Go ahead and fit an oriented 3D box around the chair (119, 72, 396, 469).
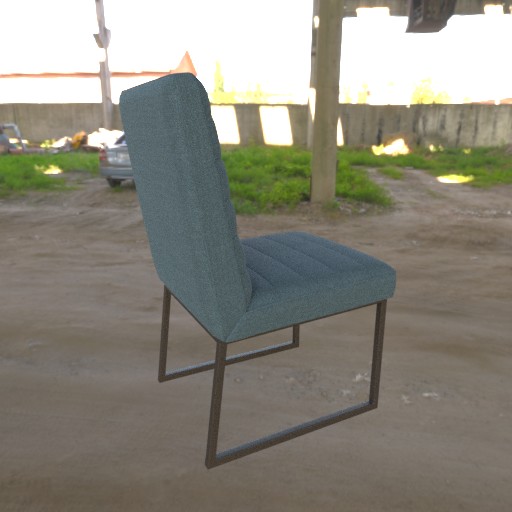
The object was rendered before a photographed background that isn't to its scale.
[{"bbox_3d":[0.000,0.000,1.292,0.634,0.930,0.520,-8,18,-26],"label":"chair"}]
